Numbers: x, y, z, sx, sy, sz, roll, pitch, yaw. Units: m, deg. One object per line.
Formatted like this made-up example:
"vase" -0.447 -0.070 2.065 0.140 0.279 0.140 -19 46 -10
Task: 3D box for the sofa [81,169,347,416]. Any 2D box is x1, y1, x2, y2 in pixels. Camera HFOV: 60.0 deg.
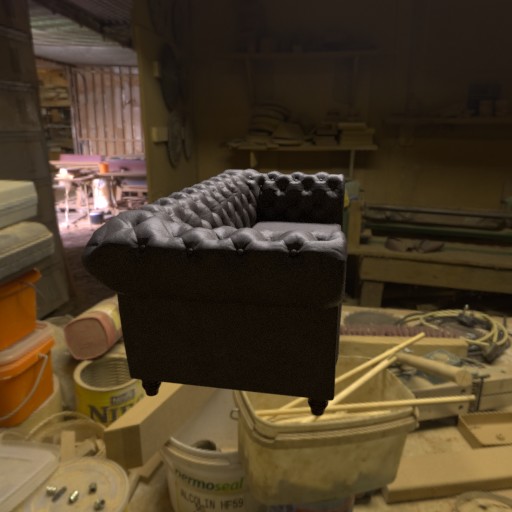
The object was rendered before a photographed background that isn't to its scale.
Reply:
"sofa" 0.000 0.000 2.450 0.944 0.779 2.048 3 17 10
